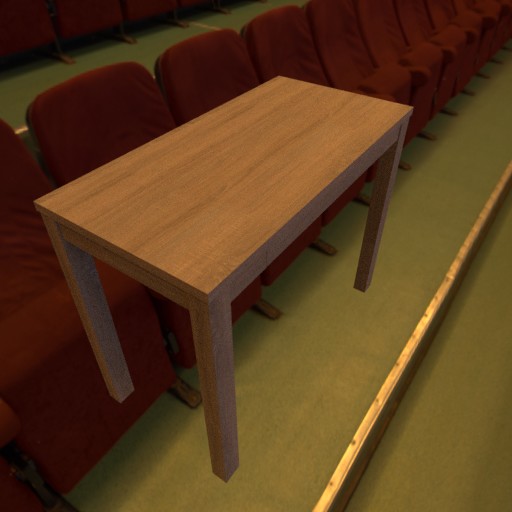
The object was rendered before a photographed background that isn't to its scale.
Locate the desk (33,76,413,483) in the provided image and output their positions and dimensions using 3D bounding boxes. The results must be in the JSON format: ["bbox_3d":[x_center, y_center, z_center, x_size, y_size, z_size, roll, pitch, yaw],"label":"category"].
[{"bbox_3d":[0.000,0.000,1.416,0.495,0.762,0.991,24,46,26],"label":"desk"}]
